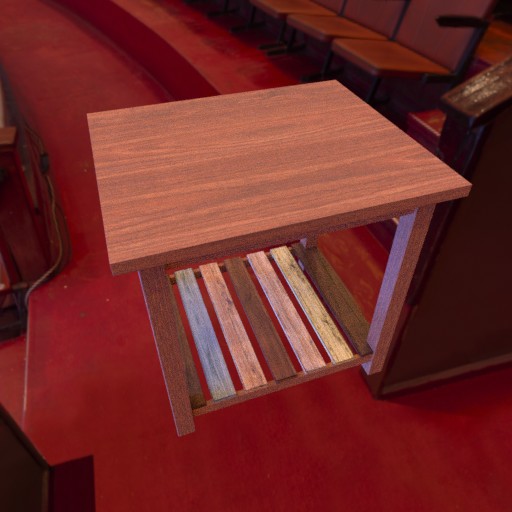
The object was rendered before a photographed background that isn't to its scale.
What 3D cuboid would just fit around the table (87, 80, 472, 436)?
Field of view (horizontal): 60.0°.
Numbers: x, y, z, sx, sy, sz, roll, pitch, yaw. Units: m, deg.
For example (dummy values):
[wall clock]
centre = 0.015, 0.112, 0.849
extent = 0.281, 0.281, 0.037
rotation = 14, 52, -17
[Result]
[table]
centre = 0.000, 0.000, 1.154
extent = 0.660, 0.635, 0.559
rotation = -13, 43, -14
